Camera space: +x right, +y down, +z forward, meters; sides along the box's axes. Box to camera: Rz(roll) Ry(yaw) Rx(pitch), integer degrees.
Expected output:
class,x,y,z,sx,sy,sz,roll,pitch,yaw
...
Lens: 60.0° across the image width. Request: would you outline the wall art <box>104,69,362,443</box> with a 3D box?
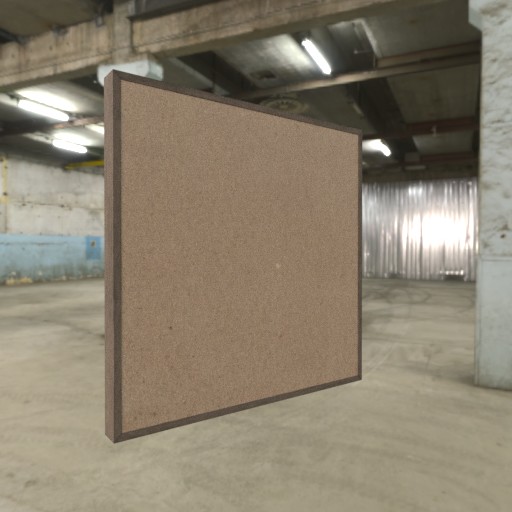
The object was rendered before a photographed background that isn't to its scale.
class,x,y,z,sx,sy,sz,roll,pitch,yaw
wall art,0.000,0.000,0.767,0.508,0.508,0.038,0,1,-36
